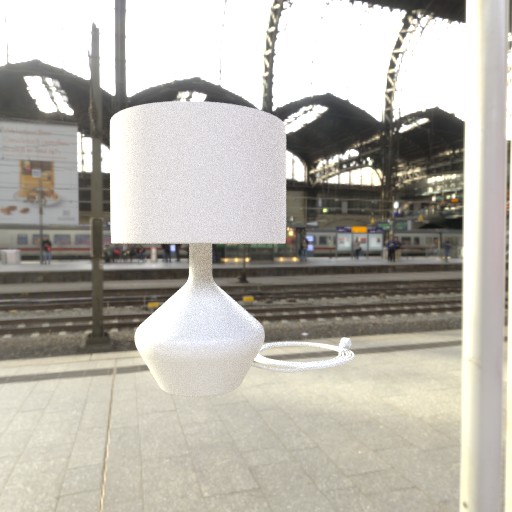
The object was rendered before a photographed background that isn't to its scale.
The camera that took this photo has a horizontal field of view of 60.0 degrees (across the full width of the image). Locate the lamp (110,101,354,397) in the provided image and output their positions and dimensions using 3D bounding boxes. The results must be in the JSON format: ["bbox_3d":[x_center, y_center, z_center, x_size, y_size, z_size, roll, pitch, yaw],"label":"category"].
[{"bbox_3d":[0.000,0.000,0.877,0.546,0.457,0.401,0,1,-19],"label":"lamp"}]
